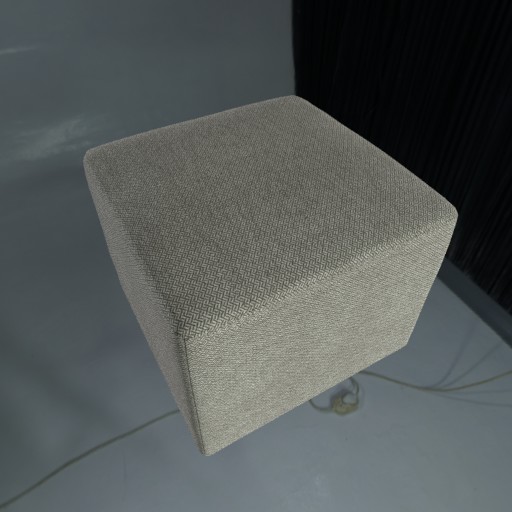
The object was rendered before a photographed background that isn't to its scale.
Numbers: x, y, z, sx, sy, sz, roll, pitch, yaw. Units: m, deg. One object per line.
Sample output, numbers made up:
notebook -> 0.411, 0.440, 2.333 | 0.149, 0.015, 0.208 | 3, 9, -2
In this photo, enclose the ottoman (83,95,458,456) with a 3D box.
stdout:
ottoman -> 0.000, 0.000, 0.932 | 0.519, 0.453, 0.512 | -22, 49, -20
